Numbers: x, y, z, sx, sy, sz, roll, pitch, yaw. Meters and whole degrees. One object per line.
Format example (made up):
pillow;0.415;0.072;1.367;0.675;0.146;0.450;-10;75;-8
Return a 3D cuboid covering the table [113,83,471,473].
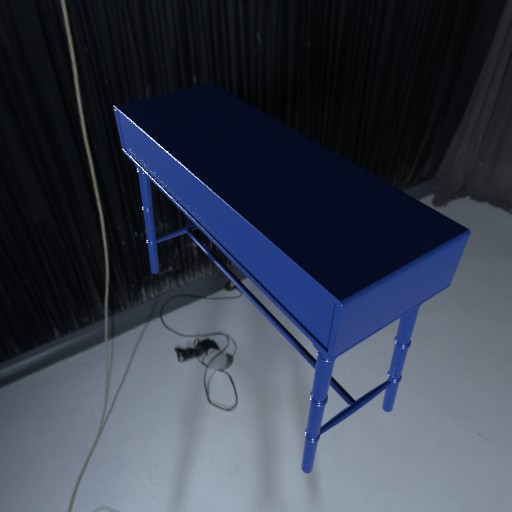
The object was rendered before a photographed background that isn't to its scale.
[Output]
table;0.000;0.000;1.472;0.399;0.749;1.118;-24;46;-26
